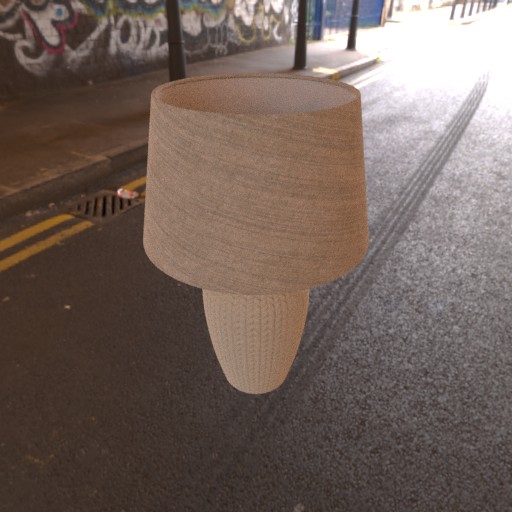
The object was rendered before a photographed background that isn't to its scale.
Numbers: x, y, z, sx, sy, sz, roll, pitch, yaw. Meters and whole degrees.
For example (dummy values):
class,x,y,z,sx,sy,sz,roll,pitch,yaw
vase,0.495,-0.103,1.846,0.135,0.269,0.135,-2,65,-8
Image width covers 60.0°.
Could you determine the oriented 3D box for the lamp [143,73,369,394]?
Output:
class,x,y,z,sx,sy,sz,roll,pitch,yaw
lamp,0.000,0.000,0.812,0.390,0.580,0.390,0,31,0
